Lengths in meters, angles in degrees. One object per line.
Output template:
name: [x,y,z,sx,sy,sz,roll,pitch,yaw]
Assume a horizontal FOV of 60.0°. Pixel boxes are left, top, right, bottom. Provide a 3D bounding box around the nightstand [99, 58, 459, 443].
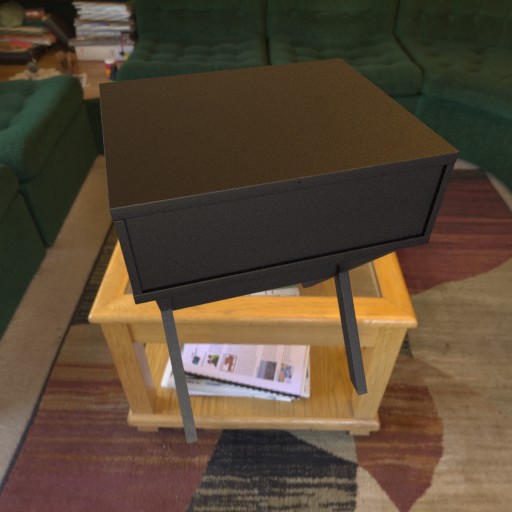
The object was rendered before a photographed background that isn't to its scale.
nightstand: [0.000,0.000,0.924,0.479,0.623,0.402,-11,43,-12]
